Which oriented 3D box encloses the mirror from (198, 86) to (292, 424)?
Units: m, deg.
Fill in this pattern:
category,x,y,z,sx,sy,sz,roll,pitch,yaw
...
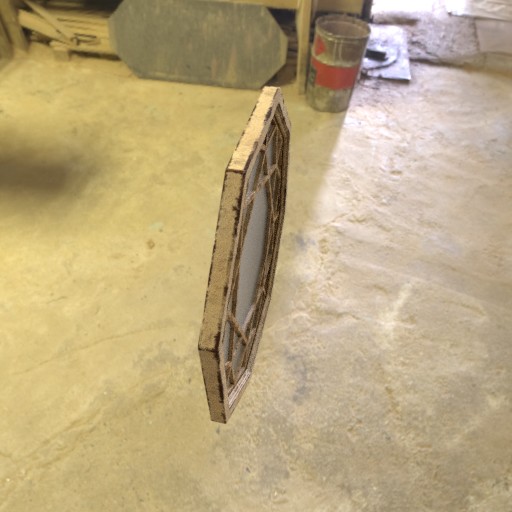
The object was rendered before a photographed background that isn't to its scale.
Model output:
category,x,y,z,sx,sy,sz,roll,pitch,yaw
mirror,0.000,0.000,0.974,0.031,0.648,0.648,10,48,9
